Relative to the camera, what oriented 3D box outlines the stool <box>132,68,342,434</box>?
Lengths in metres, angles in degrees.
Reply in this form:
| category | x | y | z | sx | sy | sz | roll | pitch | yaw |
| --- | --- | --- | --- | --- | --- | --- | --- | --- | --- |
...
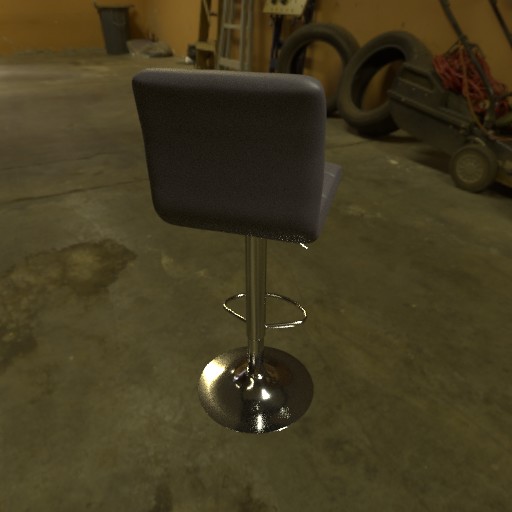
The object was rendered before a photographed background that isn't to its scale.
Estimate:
| category | x | y | z | sx | sy | sz | roll | pitch | yaw |
| --- | --- | --- | --- | --- | --- | --- | --- | --- | --- |
| stool | 0.000 | 0.000 | 1.358 | 0.430 | 1.115 | 0.505 | 9 | 32 | 15 |
